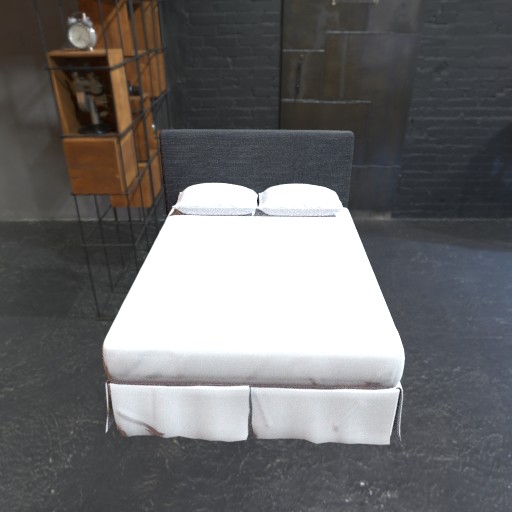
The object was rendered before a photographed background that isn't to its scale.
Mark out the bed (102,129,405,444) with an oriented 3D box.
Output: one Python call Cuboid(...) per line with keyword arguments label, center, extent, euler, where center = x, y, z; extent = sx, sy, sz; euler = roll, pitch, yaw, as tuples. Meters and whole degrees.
Cuboid(label="bed", center=(0.000, 0.000, 3.162), extent=(1.723, 1.330, 2.142), euler=(1, 28, 1))
